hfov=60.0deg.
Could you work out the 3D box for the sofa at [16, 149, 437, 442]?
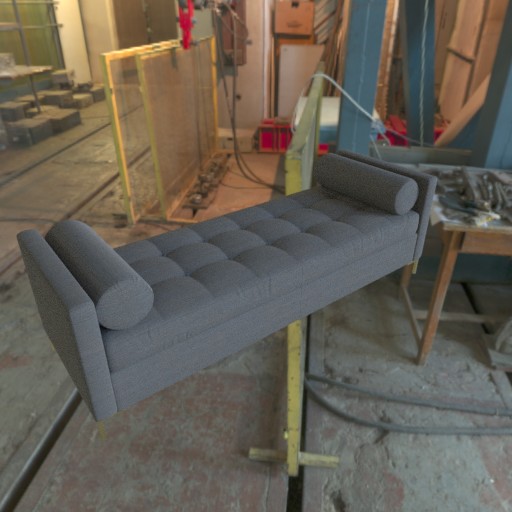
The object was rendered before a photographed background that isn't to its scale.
[{"bbox_3d":[0.000,0.000,2.259,1.981,0.635,0.686,-21,36,-32],"label":"sofa"}]
